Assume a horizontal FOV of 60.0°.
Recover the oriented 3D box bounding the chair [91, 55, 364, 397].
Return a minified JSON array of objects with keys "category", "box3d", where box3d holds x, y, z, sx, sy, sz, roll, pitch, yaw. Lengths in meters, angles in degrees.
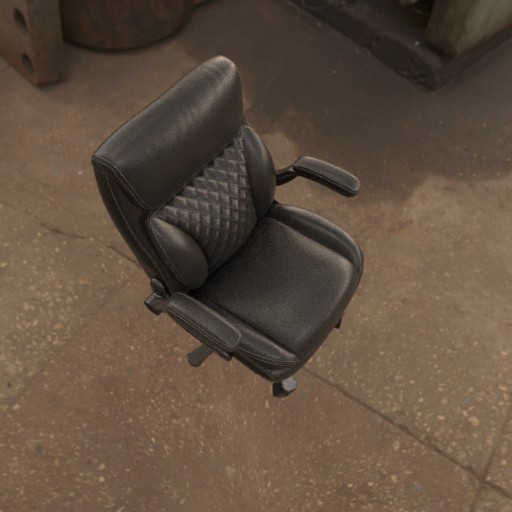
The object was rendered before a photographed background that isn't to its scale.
[{"category":"chair","box3d":[0.000,0.000,1.607,0.724,1.110,0.782,32,64,18]}]
